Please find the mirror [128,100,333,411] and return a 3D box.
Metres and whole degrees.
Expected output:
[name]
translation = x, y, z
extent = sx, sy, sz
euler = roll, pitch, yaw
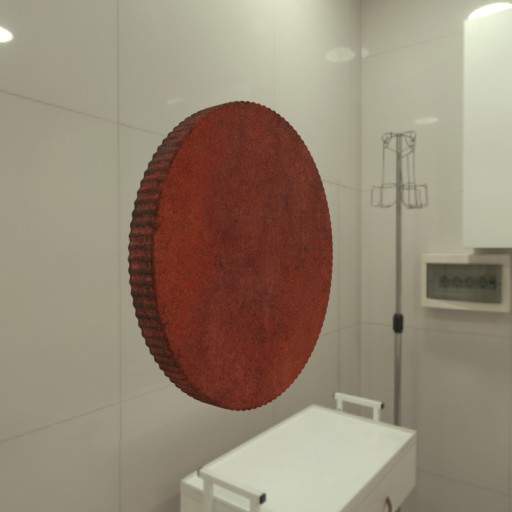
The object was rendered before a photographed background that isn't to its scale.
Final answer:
[mirror]
translation = 0.000, 0.000, 0.919
extent = 0.056, 0.609, 0.609
euler = 0, 1, 36
